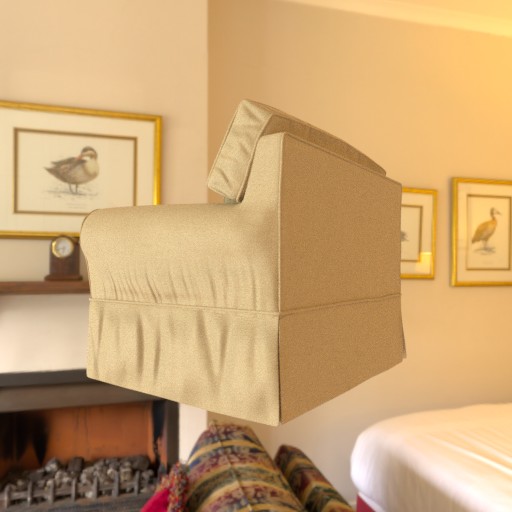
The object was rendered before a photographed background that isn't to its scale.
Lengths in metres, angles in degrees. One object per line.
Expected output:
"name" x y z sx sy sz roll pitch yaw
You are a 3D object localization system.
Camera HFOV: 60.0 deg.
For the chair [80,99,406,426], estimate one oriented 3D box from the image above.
"chair" 0.000 0.000 1.828 0.903 0.937 1.096 -1 -2 36
